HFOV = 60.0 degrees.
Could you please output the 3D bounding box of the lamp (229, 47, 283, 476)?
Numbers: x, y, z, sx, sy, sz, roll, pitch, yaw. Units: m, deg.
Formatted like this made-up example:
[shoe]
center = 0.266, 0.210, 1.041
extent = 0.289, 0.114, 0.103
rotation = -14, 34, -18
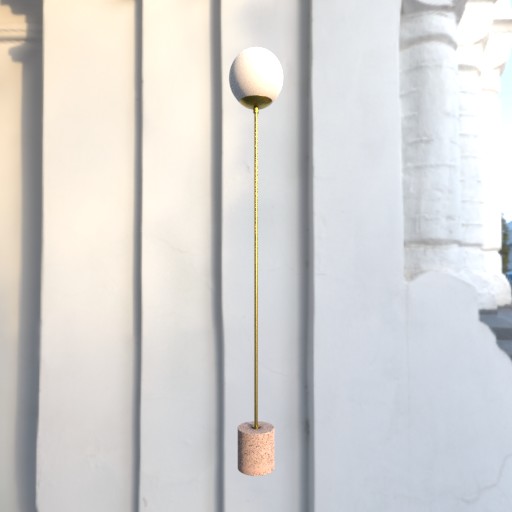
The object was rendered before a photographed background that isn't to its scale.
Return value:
[lamp]
center = 0.000, 0.000, 1.856
extent = 0.229, 1.748, 0.229
rotation = -1, -2, 17
